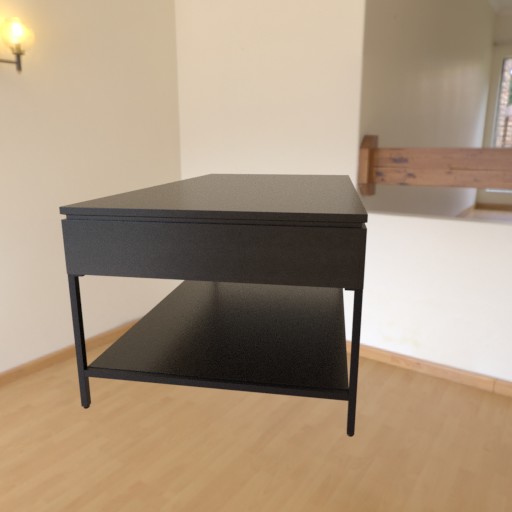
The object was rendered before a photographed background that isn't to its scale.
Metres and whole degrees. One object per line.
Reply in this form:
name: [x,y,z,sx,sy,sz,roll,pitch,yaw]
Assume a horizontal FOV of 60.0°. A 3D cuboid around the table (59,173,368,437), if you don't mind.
table: [0.000,0.000,1.374,0.574,0.435,1.095,2,14,9]
